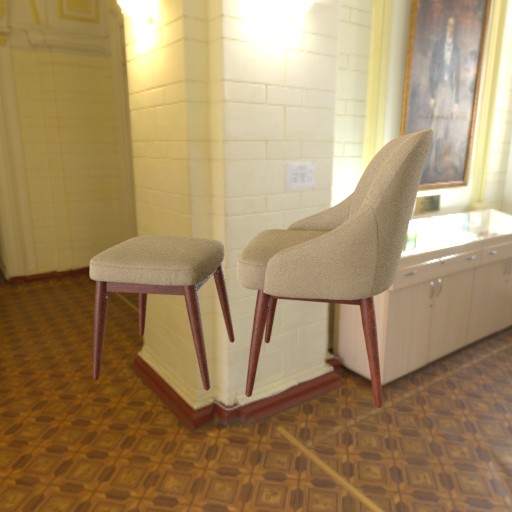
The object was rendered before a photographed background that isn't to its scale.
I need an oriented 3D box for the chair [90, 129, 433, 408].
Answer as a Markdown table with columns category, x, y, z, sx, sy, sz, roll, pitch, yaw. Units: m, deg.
| category | x | y | z | sx | sy | sz | roll | pitch | yaw |
| --- | --- | --- | --- | --- | --- | --- | --- | --- | --- |
| chair | 0.000 | 0.000 | 1.586 | 1.114 | 0.866 | 0.584 | 2 | 14 | 10 |
